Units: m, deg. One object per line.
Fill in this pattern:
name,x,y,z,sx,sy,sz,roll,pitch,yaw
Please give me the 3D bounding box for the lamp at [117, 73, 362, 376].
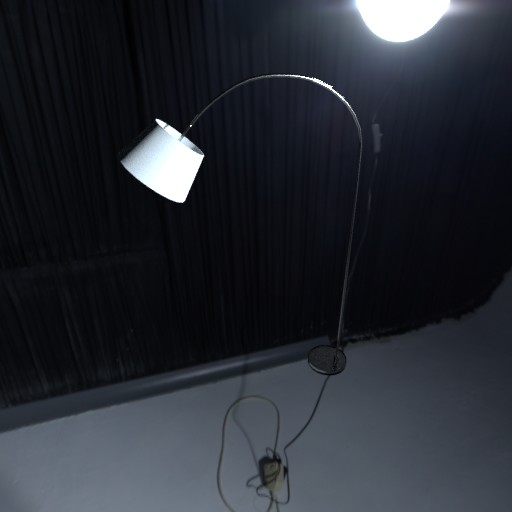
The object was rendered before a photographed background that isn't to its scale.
lamp,0.000,0.000,2.737,1.445,2.098,0.406,-10,32,-16
